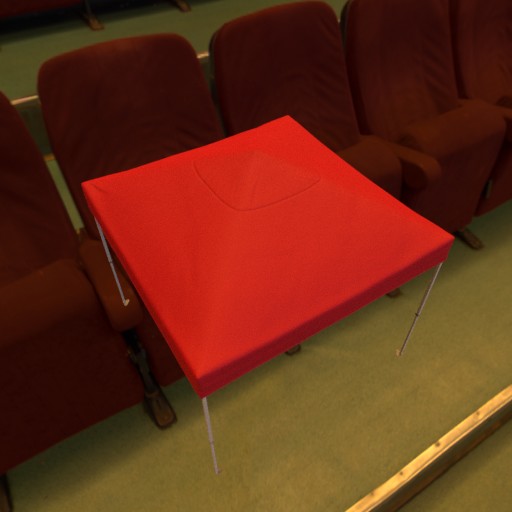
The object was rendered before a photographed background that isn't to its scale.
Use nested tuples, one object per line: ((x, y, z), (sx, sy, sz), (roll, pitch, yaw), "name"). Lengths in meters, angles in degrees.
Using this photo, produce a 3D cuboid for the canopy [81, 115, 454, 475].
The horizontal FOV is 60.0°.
((0.000, 0.000, 5.408), (2.996, 2.997, 2.998), (-25, 51, -22), "canopy")
